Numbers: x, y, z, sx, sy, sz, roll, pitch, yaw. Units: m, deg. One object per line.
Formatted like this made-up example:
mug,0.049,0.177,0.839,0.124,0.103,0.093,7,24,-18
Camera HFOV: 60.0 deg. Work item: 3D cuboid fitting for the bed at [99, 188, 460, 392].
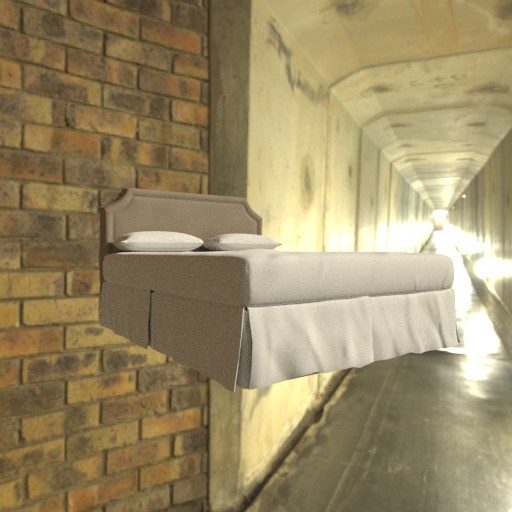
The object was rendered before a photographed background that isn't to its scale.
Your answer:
bed,0.000,0.000,3.645,1.977,1.293,2.498,0,1,-36
